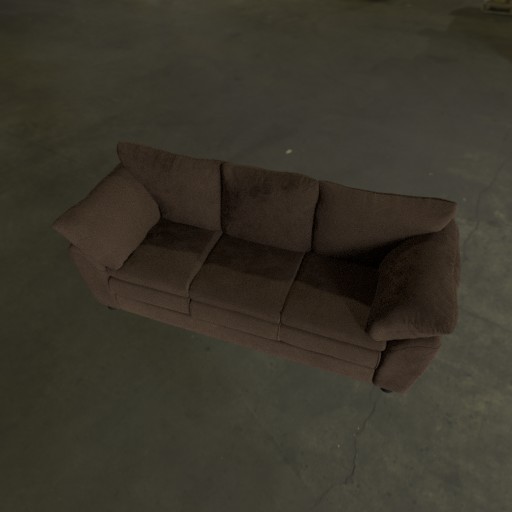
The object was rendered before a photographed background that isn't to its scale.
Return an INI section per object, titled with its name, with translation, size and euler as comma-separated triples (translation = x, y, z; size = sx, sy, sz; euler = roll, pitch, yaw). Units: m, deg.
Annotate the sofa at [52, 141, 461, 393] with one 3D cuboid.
[sofa]
translation = 0.000, 0.000, 2.831
size = 2.336, 1.015, 0.878
euler = 14, 43, 15
